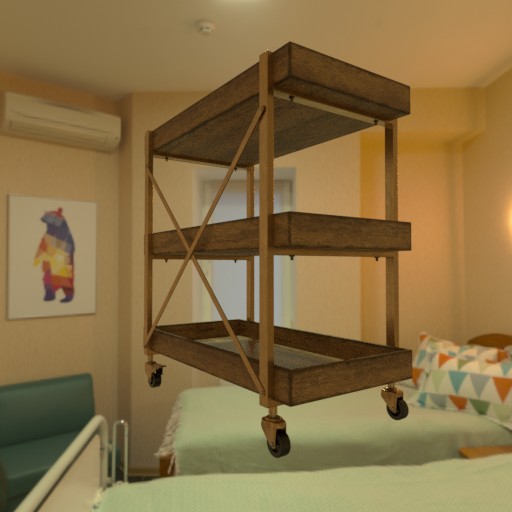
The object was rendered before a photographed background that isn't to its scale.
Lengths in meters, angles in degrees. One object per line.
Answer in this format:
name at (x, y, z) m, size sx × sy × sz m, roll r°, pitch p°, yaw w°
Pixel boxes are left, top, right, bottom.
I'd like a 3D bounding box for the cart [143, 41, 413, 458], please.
cart at (0.000, 0.000, 1.245) m, size 0.416 × 0.799 × 0.750 m, roll 1°, pitch -2°, yaw -35°
